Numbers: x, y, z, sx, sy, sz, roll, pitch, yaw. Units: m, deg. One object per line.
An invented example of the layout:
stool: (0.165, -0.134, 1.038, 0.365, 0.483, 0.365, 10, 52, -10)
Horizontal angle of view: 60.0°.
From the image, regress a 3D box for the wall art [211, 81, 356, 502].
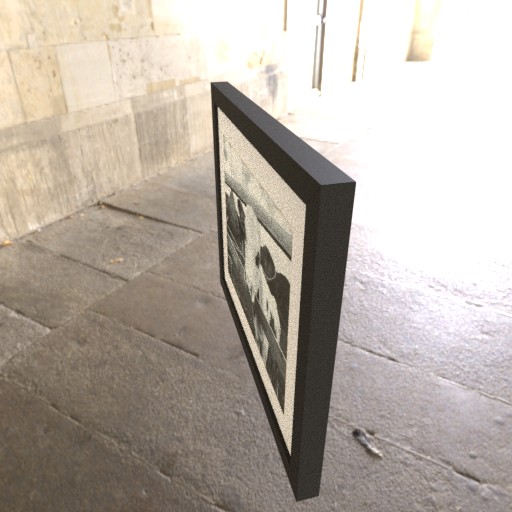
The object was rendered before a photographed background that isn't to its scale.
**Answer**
wall art: (0.000, 0.000, 0.524, 0.024, 0.329, 0.404, -7, 31, -13)
